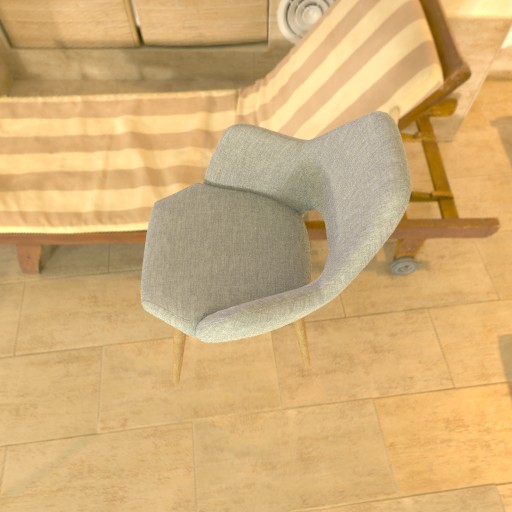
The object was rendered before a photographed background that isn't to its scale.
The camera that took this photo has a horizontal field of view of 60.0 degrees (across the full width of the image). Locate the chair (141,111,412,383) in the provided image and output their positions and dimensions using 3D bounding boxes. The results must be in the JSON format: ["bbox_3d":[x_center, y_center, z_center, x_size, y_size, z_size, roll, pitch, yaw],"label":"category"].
[{"bbox_3d":[0.000,0.000,1.246,0.610,0.840,0.590,-1,59,-1],"label":"chair"}]
